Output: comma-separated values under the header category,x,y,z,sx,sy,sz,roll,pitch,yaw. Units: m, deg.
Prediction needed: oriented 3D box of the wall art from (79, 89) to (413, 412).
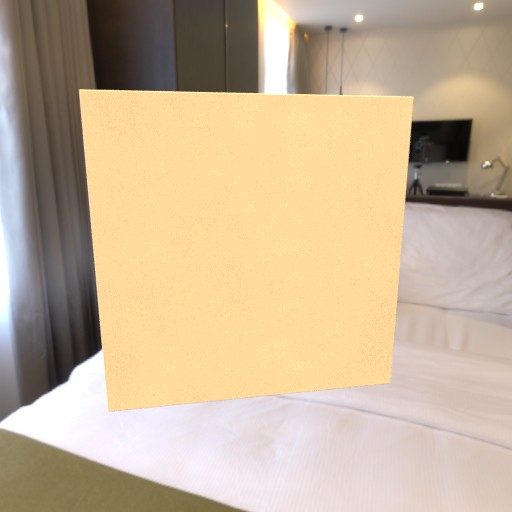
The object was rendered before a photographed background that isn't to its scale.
category,x,y,z,sx,sy,sz,roll,pitch,yaw
wall art,0.000,0.000,1.106,0.762,0.762,0.040,-3,14,-10
